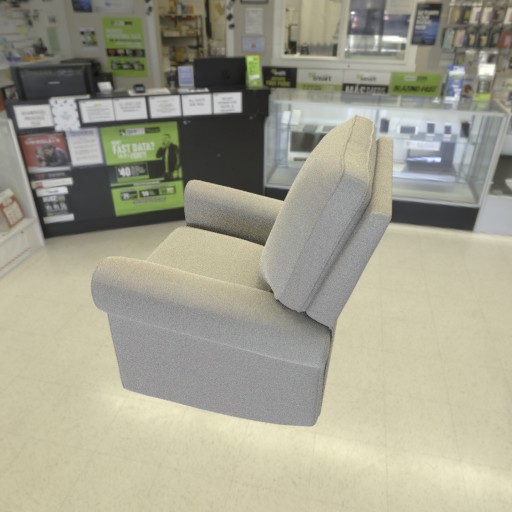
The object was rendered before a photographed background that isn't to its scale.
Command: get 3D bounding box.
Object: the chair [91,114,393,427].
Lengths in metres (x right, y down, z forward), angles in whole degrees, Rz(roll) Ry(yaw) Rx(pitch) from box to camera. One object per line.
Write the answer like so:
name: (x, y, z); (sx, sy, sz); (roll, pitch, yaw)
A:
chair: (0.000, 0.000, 1.664); (0.878, 0.960, 0.890); (8, 32, 13)
